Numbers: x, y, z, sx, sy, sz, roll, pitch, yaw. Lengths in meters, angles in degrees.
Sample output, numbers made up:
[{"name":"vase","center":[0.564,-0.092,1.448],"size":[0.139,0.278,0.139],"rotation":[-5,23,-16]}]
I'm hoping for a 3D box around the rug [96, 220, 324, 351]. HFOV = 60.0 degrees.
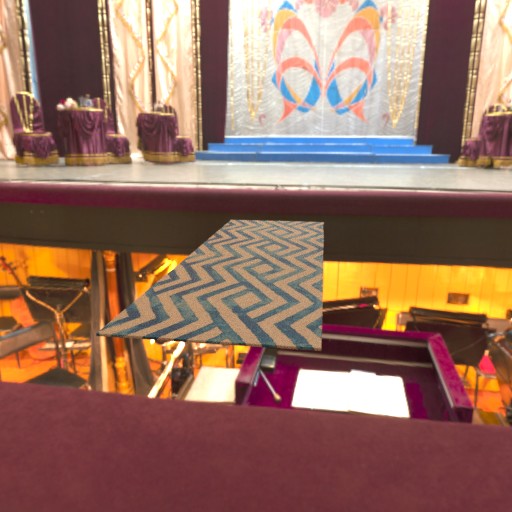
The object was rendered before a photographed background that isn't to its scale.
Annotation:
[{"name":"rug","center":[0.000,0.000,1.670],"size":[0.503,0.007,1.492],"rotation":[2,15,8]}]
